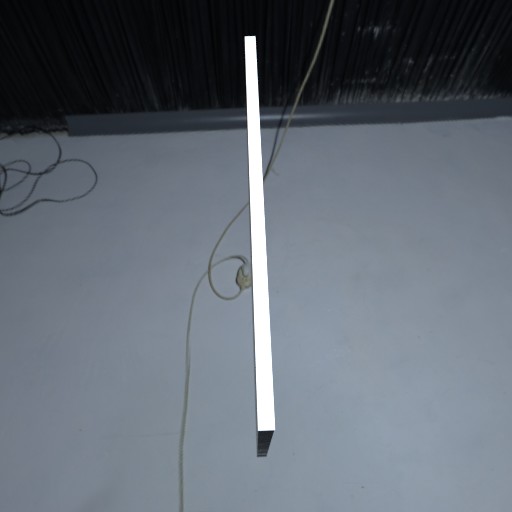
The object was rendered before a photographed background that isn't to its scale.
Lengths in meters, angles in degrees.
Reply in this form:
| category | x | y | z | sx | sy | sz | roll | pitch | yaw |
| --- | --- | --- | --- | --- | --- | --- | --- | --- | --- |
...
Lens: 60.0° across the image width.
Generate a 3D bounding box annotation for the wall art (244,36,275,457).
| category | x | y | z | sx | sy | sz | roll | pitch | yaw |
| --- | --- | --- | --- | --- | --- | --- | --- | --- | --- |
| wall art | 0.000 | 0.000 | 1.170 | 0.027 | 0.610 | 0.932 | -2 | 62 | -1 |
